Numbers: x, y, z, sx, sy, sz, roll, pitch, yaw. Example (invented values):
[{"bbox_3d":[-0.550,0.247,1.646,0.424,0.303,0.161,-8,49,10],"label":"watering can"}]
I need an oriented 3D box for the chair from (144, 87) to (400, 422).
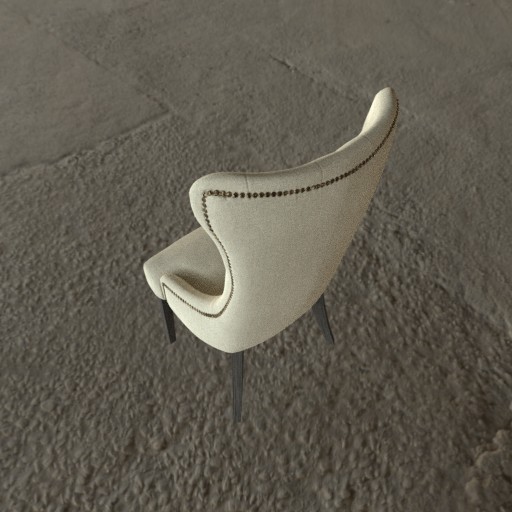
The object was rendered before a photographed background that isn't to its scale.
[{"bbox_3d":[0.000,0.000,1.391,0.584,1.065,0.590,-32,54,-27],"label":"chair"}]
